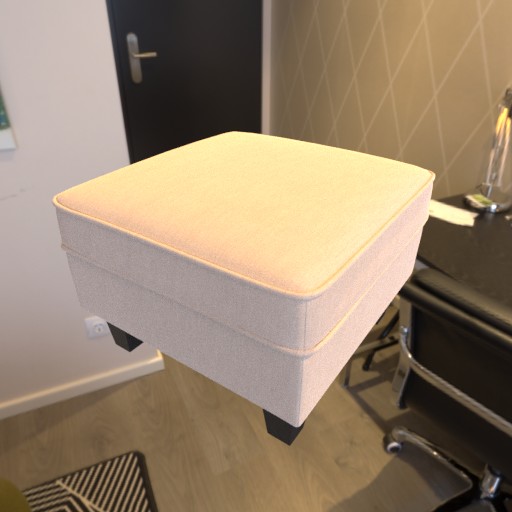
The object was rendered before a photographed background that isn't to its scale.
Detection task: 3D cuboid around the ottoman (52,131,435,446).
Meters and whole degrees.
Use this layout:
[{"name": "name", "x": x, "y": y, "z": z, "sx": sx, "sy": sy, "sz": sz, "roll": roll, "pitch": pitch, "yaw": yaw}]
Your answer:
[{"name": "ottoman", "x": 0.000, "y": 0.000, "z": 1.029, "sx": 0.613, "sy": 0.438, "sz": 0.616, "roll": 20, "pitch": 36, "yaw": 30}]
